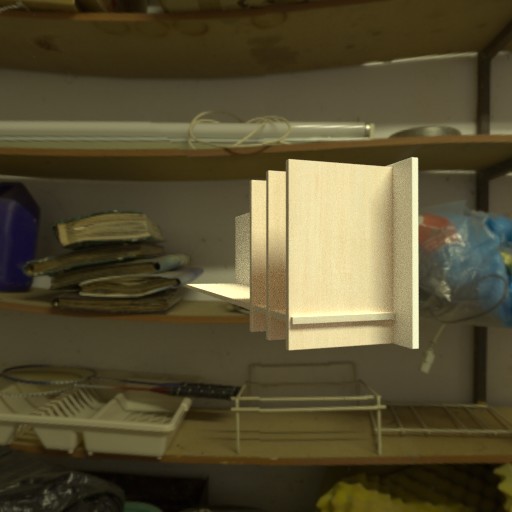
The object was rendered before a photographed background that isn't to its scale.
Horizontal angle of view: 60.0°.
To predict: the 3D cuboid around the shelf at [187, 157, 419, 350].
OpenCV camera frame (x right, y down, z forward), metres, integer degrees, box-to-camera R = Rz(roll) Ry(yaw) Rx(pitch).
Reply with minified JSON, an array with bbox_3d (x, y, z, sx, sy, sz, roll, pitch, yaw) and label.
[{"bbox_3d":[0.000,0.000,1.149,0.200,0.300,1.020,0,-1,-18],"label":"shelf"}]
